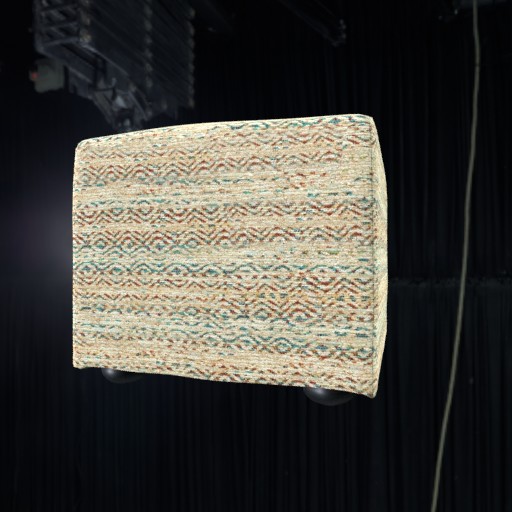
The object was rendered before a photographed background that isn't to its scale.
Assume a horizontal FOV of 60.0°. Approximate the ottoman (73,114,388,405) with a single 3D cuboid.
[{"bbox_3d":[0.000,0.000,0.919,0.512,0.453,0.521,0,0,18],"label":"ottoman"}]
